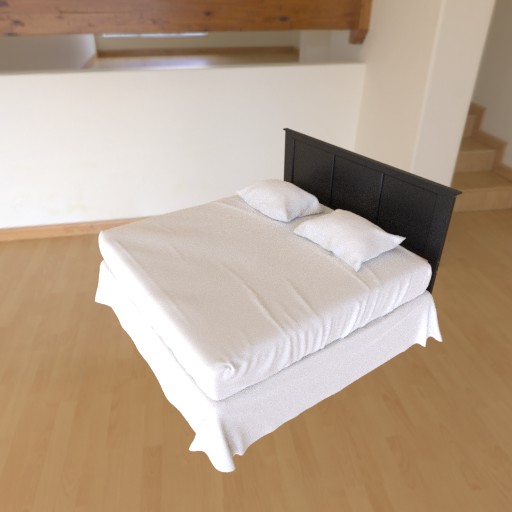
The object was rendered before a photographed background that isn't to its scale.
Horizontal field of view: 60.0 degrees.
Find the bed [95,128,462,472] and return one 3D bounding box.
[{"bbox_3d":[0.000,0.000,3.602,2.219,1.271,2.315,-20,37,-29],"label":"bed"}]
